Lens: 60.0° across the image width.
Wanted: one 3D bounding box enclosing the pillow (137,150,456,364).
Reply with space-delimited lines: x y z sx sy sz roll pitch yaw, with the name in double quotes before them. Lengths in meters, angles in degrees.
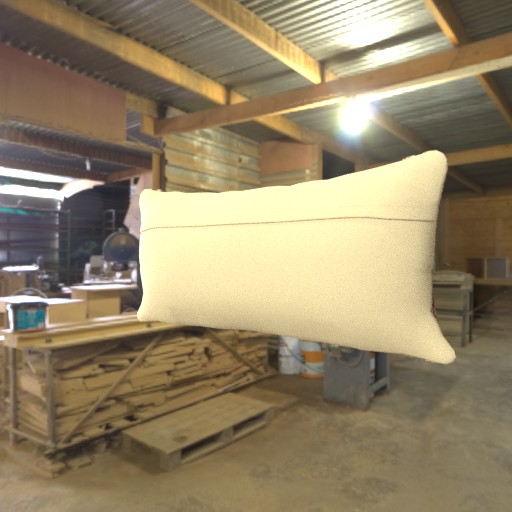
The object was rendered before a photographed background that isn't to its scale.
"pillow" 0.000 0.000 0.755 0.635 0.282 0.139 0 0 37
